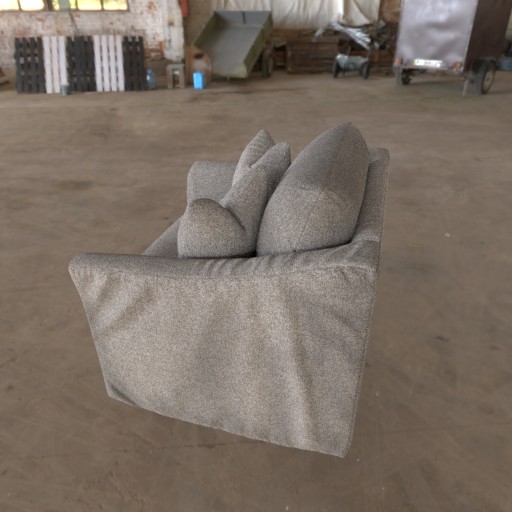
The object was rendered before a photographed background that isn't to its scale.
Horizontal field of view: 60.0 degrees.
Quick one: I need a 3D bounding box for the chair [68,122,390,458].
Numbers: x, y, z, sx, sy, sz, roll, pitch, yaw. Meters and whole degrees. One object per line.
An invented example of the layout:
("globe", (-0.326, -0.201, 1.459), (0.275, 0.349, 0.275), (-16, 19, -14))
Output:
("chair", (0.000, 0.000, 2.022), (1.071, 1.059, 1.194), (8, 32, 14))
